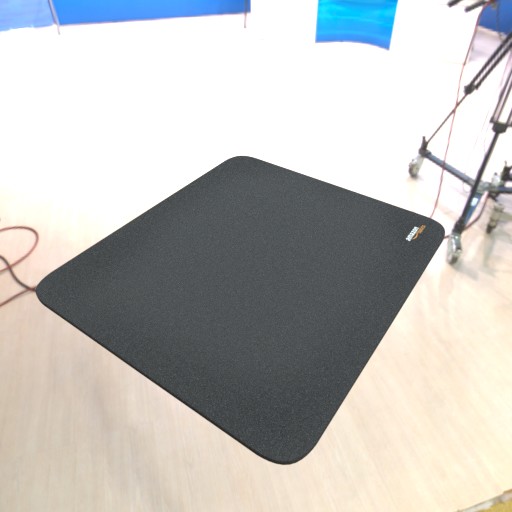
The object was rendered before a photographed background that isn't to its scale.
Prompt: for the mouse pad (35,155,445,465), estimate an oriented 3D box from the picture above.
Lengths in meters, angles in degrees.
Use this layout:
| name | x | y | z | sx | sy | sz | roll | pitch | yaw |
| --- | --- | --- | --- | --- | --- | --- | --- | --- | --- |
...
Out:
| name | x | y | z | sx | sy | sz | roll | pitch | yaw |
| --- | --- | --- | --- | --- | --- | --- | --- | --- | --- |
| mouse pad | 0.000 | 0.000 | 0.311 | 0.203 | 0.003 | 0.229 | 25 | 47 | 26 |
